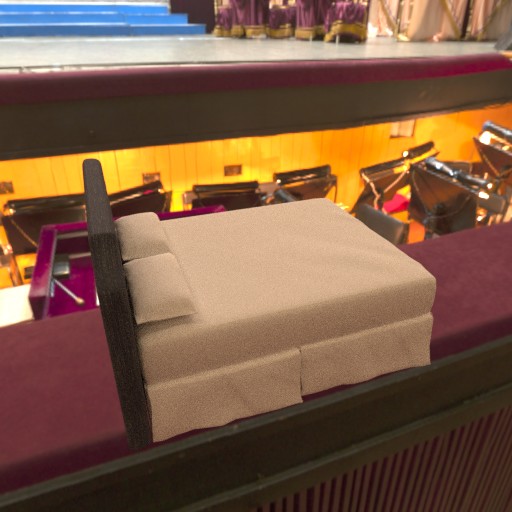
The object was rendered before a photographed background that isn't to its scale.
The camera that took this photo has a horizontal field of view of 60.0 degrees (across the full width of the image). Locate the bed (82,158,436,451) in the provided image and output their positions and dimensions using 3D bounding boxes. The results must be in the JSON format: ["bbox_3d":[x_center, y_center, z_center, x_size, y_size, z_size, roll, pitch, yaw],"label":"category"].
[{"bbox_3d":[0.000,0.000,3.179,2.116,1.290,1.693,-10,31,-18],"label":"bed"}]
